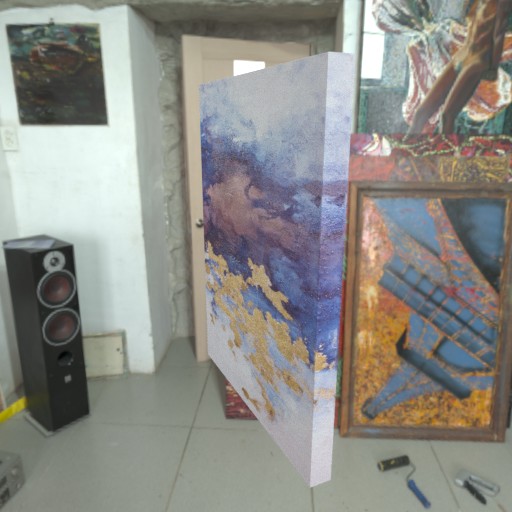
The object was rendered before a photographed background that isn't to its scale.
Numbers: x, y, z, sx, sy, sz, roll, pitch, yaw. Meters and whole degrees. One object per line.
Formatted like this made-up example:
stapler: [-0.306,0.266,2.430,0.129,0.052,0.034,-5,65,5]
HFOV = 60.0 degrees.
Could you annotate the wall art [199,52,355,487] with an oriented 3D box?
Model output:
wall art: [0.000,0.000,0.757,0.036,0.581,0.437,-8,18,-25]
